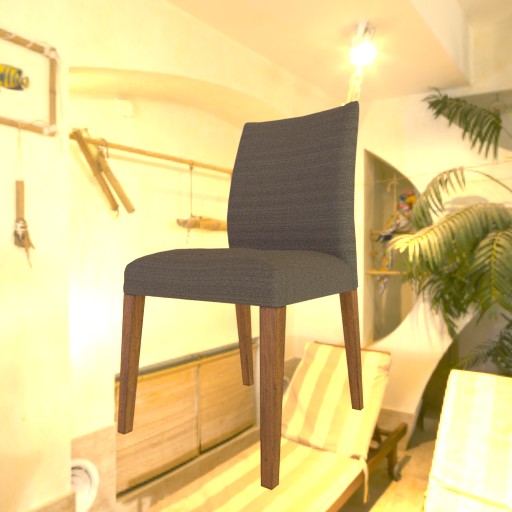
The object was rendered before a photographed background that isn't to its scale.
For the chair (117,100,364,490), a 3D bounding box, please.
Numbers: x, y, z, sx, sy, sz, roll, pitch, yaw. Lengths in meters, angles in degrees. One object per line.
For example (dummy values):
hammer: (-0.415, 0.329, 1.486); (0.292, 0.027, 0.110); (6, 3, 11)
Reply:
chair: (0.000, 0.000, 1.275); (0.496, 0.940, 0.585); (1, 1, 35)
